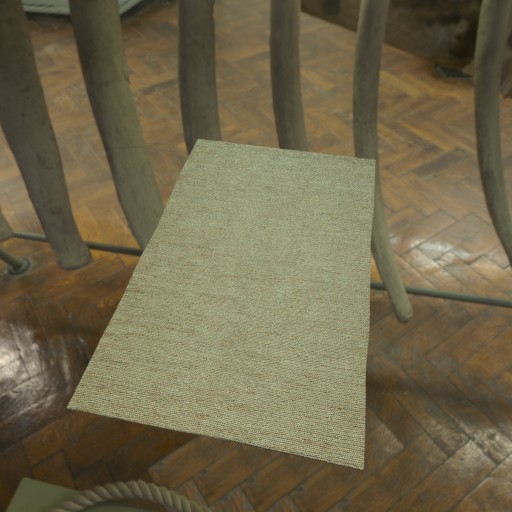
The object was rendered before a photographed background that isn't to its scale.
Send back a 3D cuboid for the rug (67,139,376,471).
[{"bbox_3d":[0.000,0.000,2.980,1.533,0.011,2.439,9,50,7],"label":"rug"}]
